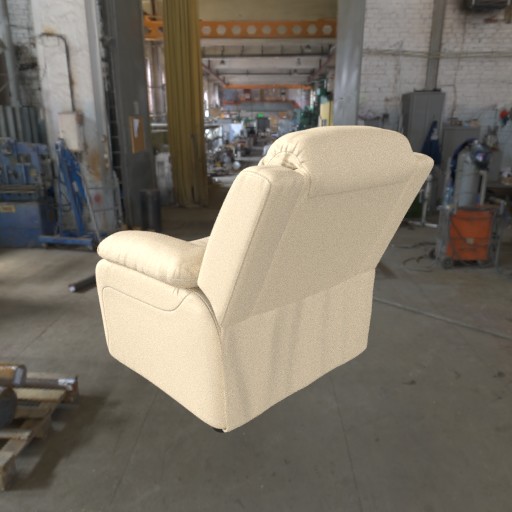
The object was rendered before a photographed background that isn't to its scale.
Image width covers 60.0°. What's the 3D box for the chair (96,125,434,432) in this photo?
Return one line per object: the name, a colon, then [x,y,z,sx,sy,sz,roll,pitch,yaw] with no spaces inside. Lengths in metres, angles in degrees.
chair: [0.000,0.000,1.239,0.680,0.702,0.709,-15,23,-41]
